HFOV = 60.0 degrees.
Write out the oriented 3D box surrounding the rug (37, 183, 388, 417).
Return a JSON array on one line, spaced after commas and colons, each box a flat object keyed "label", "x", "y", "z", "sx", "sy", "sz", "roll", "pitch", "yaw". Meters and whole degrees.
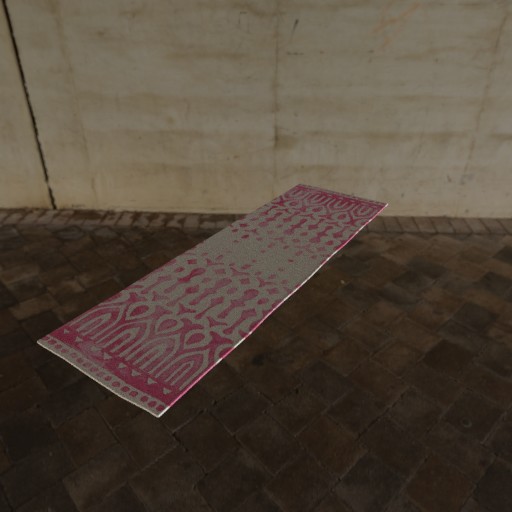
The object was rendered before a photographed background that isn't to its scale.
[{"label": "rug", "x": 0.000, "y": 0.000, "z": 2.739, "sx": 0.787, "sy": 0.011, "sz": 2.458, "roll": 20, "pitch": 36, "yaw": 30}]
